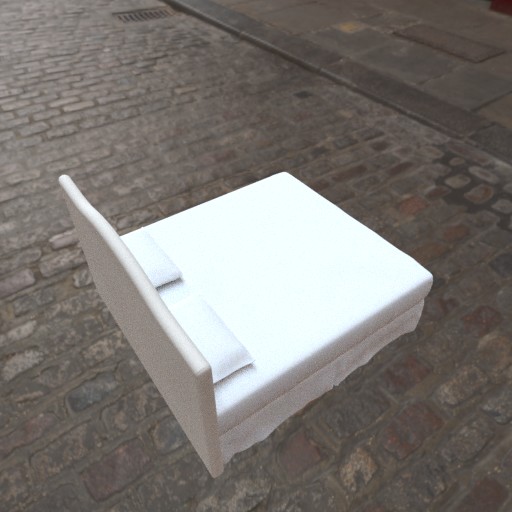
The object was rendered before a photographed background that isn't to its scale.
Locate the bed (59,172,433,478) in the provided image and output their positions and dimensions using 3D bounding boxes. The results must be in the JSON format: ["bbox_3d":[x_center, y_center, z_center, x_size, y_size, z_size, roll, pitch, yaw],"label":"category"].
[{"bbox_3d":[0.000,0.000,3.560,2.182,1.421,2.083,-26,49,-25],"label":"bed"}]
